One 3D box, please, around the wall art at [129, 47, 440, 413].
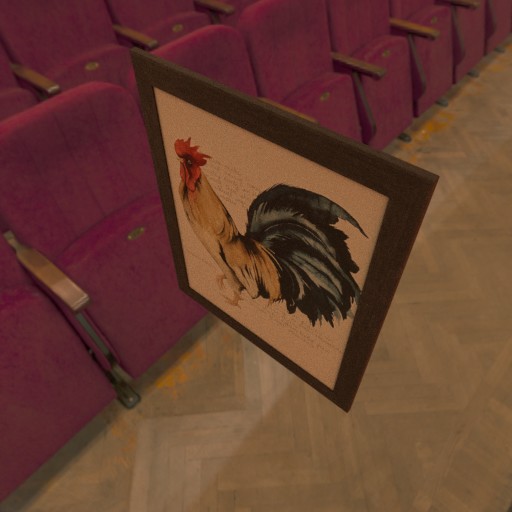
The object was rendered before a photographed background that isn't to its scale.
[{"bbox_3d":[0.000,0.000,0.759,0.476,0.570,0.013,32,55,26],"label":"wall art"}]
